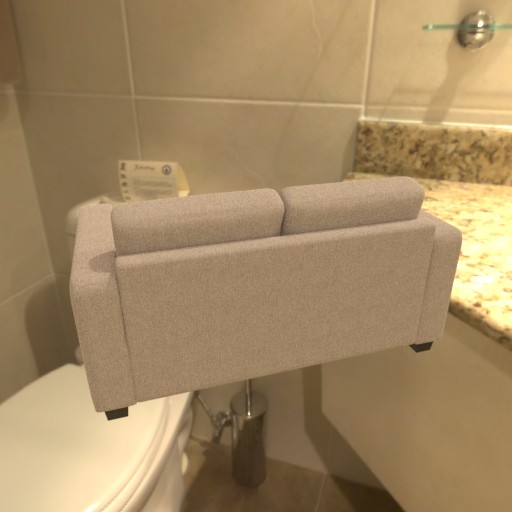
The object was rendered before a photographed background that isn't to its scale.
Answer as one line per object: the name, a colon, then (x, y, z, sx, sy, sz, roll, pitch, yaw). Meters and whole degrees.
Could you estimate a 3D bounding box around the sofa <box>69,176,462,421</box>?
sofa: (0.000, 0.000, 2.065, 1.540, 0.800, 0.900, -8, 26, -16)
